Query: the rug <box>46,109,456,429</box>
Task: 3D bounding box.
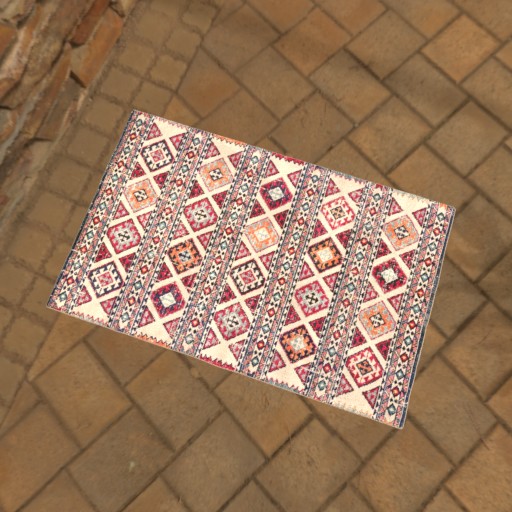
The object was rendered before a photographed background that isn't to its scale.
[{"bbox_3d":[0.000,0.000,3.017,2.440,0.010,1.545,18,77,4],"label":"rug"}]
